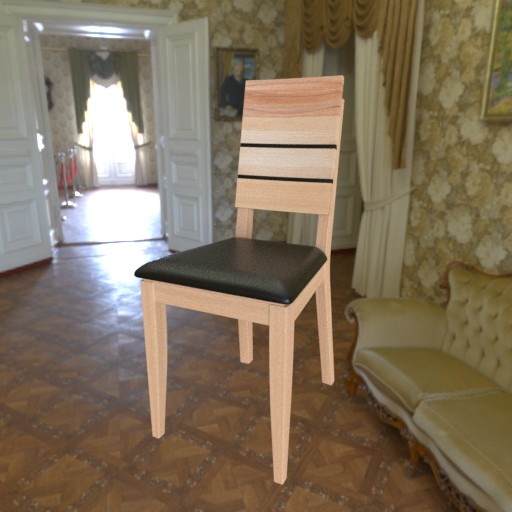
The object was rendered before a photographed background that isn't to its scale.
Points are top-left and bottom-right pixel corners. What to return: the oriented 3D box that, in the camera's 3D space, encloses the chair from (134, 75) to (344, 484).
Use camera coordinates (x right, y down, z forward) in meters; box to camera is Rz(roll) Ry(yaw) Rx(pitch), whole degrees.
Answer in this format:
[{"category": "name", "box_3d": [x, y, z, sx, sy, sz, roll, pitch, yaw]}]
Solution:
[{"category": "chair", "box_3d": [0.000, 0.000, 1.198, 0.410, 0.940, 0.520, 8, 18, 26]}]
